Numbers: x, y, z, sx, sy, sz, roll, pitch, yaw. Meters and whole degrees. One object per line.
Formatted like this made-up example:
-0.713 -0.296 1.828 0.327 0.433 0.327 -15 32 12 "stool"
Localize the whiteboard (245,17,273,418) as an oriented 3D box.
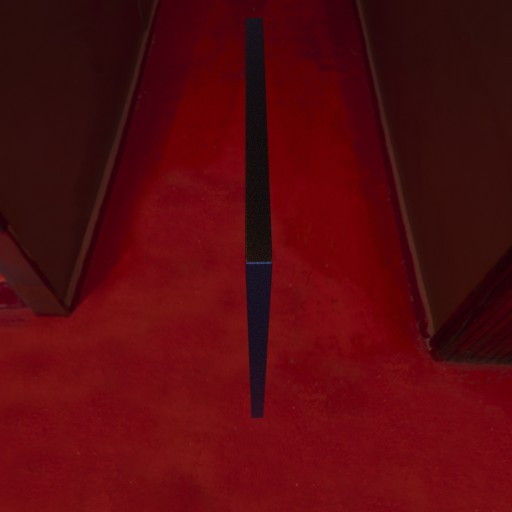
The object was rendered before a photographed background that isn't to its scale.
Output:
0.000 0.000 0.770 0.026 0.611 0.406 -1 57 0 "whiteboard"
